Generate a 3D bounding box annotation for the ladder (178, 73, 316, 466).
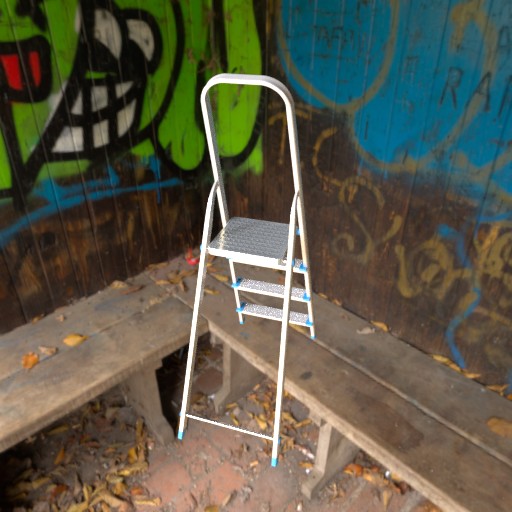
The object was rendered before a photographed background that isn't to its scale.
[{"bbox_3d":[0.000,0.000,1.824,0.445,1.434,0.842,9,33,15],"label":"ladder"}]
